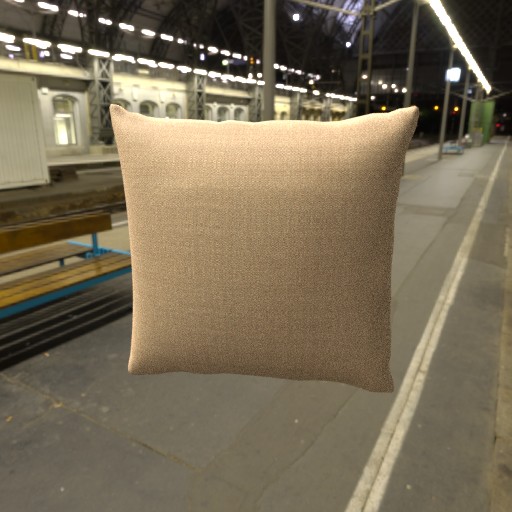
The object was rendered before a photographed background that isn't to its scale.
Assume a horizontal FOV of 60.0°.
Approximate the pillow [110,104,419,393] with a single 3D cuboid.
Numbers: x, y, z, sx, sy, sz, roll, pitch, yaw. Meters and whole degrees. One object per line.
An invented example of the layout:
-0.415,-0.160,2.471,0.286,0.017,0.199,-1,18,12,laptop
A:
0.000,0.000,0.795,0.521,0.519,0.215,2,16,8,pillow
